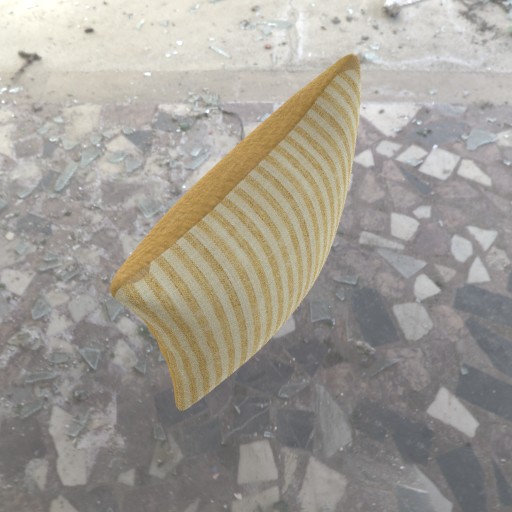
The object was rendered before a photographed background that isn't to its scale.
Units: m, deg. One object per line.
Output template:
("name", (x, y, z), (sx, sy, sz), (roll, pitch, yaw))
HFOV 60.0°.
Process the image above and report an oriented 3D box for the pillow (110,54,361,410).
("pillow", (0.000, 0.000, 0.630), (0.173, 0.407, 0.419), (32, 64, 18))
